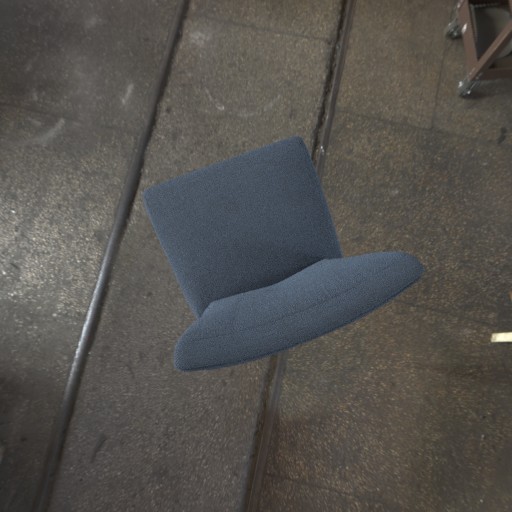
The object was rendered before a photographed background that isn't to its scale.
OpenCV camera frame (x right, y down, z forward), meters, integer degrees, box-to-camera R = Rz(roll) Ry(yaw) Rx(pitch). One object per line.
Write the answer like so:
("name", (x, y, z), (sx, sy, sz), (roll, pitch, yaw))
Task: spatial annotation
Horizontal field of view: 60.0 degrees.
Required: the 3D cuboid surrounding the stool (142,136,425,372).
("stool", (0.000, 0.000, 1.348), (0.514, 1.000, 0.574), (-21, 78, -5))
